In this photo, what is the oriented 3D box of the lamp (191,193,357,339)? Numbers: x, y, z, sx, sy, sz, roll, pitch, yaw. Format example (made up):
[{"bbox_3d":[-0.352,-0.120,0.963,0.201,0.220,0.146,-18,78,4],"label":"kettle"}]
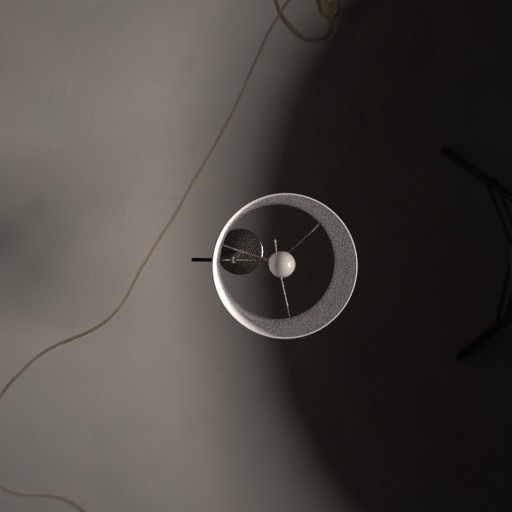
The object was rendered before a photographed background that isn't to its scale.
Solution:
[{"bbox_3d":[0.000,0.000,1.777,0.416,1.600,0.324,0,92,-1],"label":"lamp"}]
